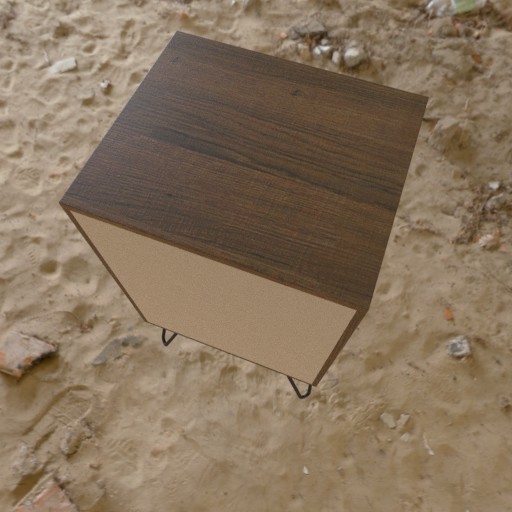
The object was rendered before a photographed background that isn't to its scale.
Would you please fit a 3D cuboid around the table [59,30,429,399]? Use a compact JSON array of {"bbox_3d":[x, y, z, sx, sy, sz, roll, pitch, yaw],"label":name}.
[{"bbox_3d":[0.000,0.000,1.163,0.526,0.866,0.457,19,65,9],"label":"table"}]
